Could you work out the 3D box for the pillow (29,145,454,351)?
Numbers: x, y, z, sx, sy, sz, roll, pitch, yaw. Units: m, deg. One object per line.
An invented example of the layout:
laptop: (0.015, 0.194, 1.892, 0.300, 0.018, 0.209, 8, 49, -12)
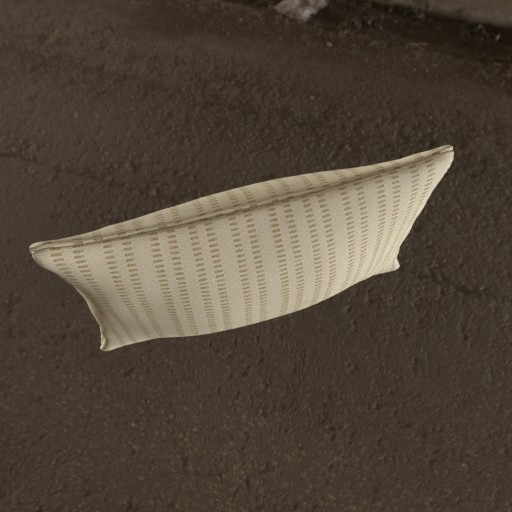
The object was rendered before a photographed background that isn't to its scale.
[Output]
pillow: (0.000, 0.000, 0.778, 0.640, 0.353, 0.210, -15, 59, -9)
